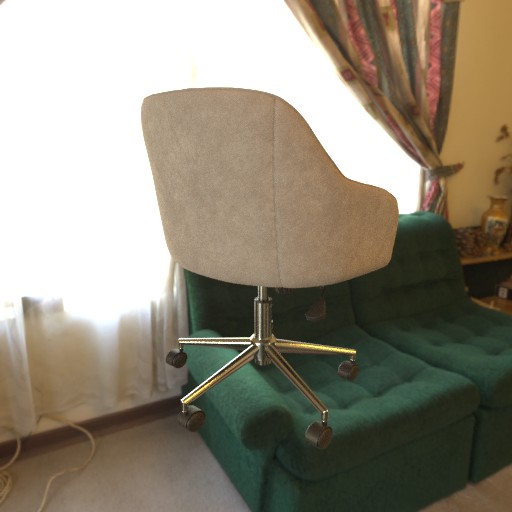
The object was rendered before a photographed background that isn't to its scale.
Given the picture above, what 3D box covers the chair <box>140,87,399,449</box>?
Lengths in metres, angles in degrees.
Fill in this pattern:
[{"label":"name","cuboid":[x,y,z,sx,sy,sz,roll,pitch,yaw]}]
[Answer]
[{"label":"chair","cuboid":[0.000,0.000,1.248,0.573,0.831,0.635,-13,19,-43]}]
